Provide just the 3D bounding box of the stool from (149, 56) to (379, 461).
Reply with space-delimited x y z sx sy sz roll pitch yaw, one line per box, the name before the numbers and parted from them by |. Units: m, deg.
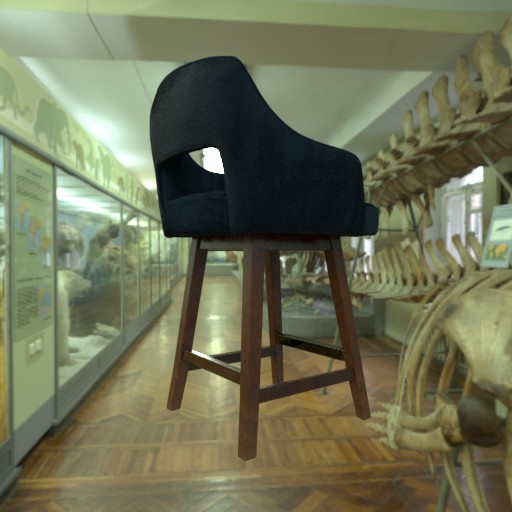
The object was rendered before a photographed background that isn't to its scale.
stool | 0.000 0.000 1.289 0.560 0.940 0.550 -1 1 -36
